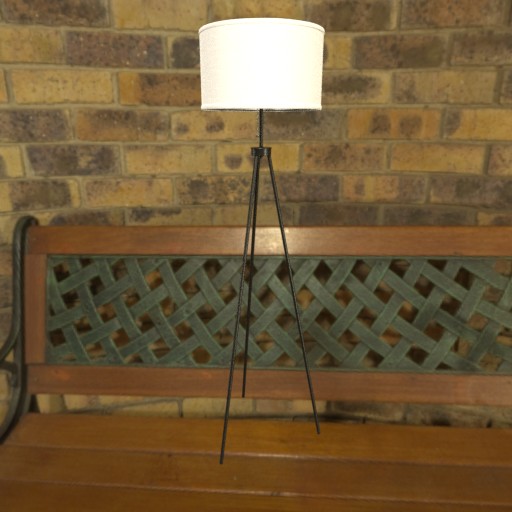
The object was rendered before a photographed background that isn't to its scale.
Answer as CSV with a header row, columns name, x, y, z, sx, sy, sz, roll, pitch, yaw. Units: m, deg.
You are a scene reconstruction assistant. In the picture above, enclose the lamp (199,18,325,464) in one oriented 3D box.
name,x,y,z,sx,sy,sz,roll,pitch,yaw
lamp,0.000,0.000,1.692,0.448,1.545,0.458,-8,19,-26
